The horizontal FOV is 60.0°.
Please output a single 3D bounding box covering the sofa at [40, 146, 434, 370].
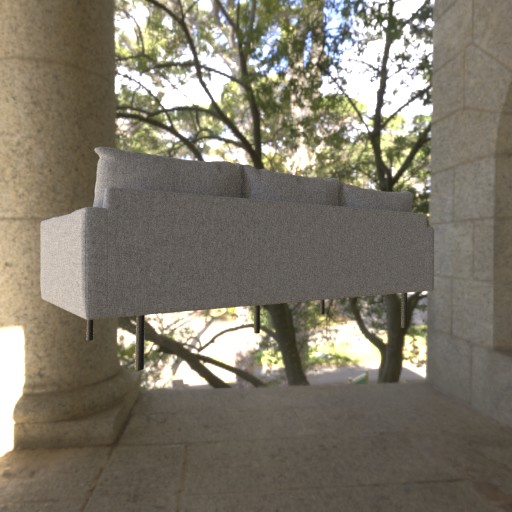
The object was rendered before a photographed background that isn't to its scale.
[{"bbox_3d":[0.000,0.000,2.387,2.000,0.830,0.850,0,1,-35],"label":"sofa"}]
